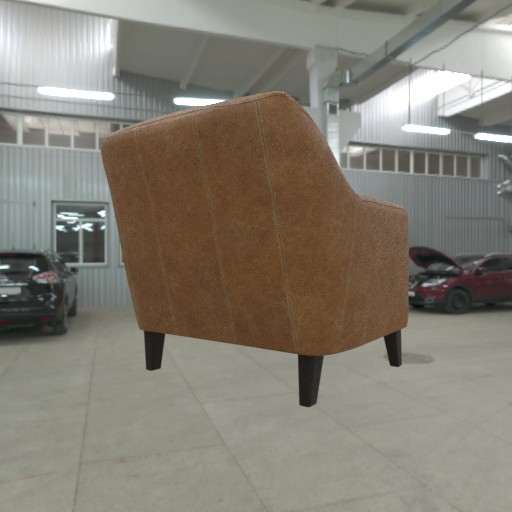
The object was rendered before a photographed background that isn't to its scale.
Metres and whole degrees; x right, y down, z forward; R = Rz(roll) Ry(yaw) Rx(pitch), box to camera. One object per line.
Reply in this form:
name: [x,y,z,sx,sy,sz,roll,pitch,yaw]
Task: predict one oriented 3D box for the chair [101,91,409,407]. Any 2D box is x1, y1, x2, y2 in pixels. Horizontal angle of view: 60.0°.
chair: [0.000,0.000,1.886,1.037,0.980,1.034,0,0,36]
